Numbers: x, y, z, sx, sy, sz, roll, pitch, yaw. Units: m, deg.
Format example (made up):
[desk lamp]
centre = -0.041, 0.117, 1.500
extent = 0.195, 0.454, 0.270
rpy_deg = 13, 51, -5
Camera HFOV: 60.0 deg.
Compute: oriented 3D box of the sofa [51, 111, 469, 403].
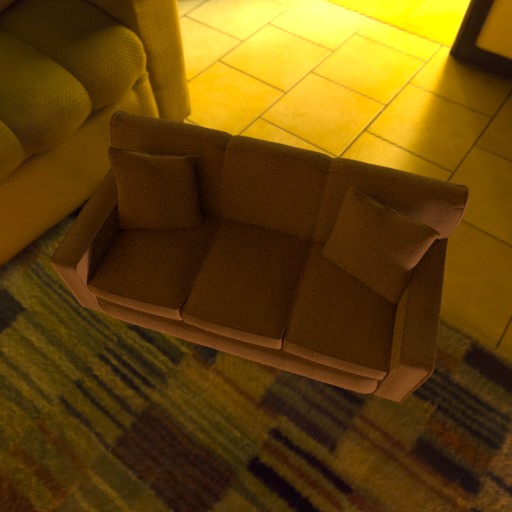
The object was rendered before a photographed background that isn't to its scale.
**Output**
[sofa]
centre = 0.000, 0.000, 2.550
extent = 2.024, 0.958, 0.997
rpy_deg = 15, 59, 9
